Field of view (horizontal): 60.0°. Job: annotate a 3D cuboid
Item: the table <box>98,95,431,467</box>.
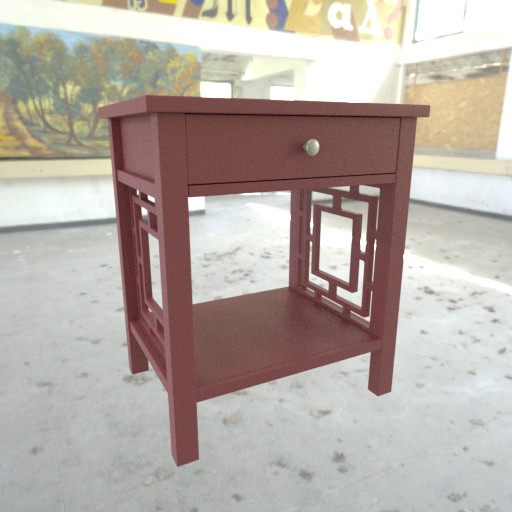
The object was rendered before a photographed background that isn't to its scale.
[{"bbox_3d":[0.000,0.000,1.071,0.599,0.686,0.451,-8,18,-27],"label":"table"}]
